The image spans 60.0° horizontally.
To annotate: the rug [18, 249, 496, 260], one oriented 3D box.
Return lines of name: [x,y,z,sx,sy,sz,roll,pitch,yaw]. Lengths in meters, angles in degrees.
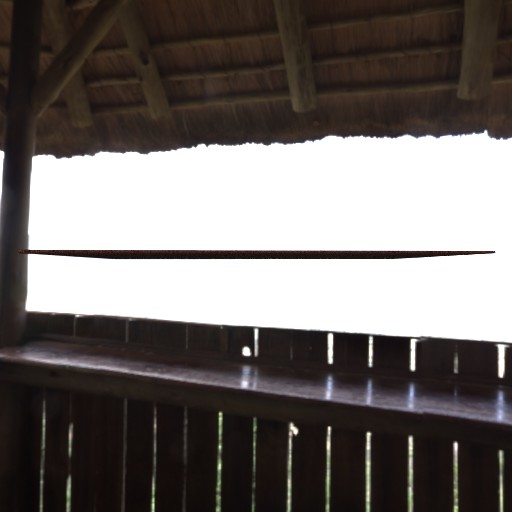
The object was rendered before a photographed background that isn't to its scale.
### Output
rug: [0.000,0.000,2.296,1.829,0.016,1.219,0,-2,-2]
